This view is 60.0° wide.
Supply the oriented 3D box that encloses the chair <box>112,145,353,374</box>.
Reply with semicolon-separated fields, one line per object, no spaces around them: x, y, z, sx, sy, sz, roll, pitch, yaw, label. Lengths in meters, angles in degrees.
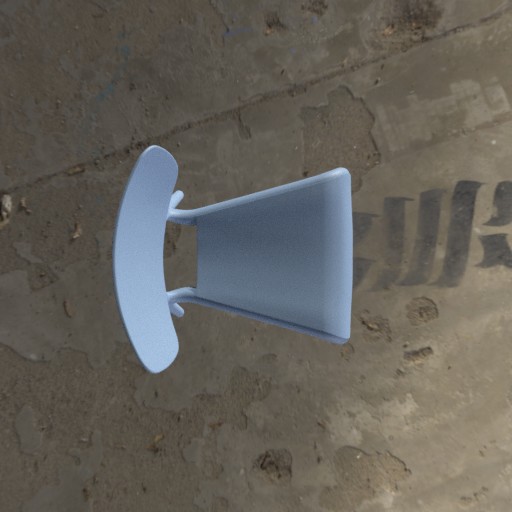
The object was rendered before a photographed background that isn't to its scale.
0.000;0.000;0.835;0.401;0.580;0.356;0;91;-1;chair
